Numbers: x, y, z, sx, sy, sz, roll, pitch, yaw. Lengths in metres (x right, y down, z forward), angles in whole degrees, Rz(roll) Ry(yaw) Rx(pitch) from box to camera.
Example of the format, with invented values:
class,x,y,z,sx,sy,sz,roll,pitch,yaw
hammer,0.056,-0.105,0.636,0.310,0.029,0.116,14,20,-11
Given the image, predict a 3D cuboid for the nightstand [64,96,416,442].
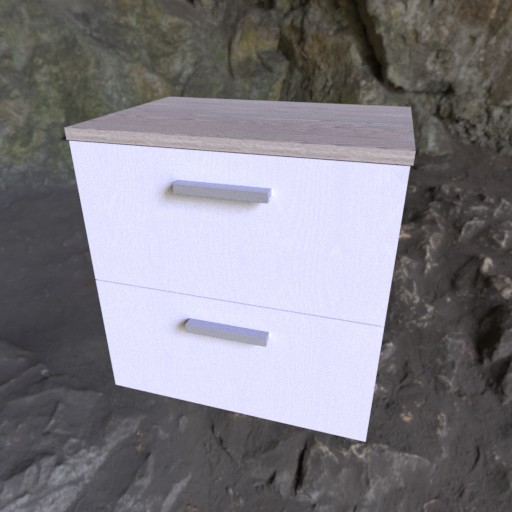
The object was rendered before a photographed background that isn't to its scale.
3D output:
class,x,y,z,sx,sy,sz,roll,pitch,yaw
nightstand,0.000,0.000,0.759,0.442,0.461,0.325,8,28,15
